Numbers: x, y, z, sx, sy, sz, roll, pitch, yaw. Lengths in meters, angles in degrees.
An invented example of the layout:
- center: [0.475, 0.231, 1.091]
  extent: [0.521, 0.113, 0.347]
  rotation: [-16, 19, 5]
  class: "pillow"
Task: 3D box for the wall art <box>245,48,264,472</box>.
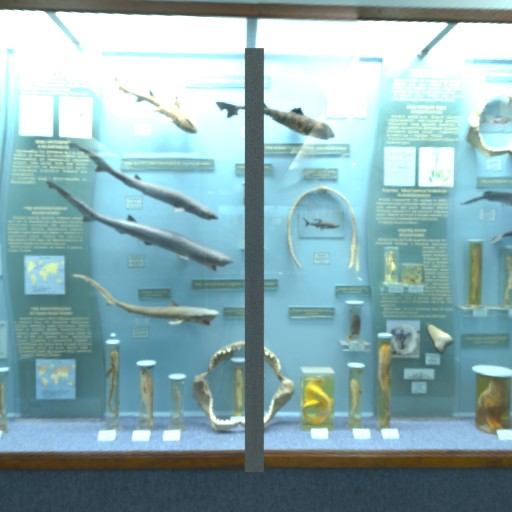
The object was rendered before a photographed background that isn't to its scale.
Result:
- center: [0.000, 0.000, 0.912]
  extent: [0.026, 0.558, 0.660]
  rotation: [0, 2, 0]
  class: "wall art"
